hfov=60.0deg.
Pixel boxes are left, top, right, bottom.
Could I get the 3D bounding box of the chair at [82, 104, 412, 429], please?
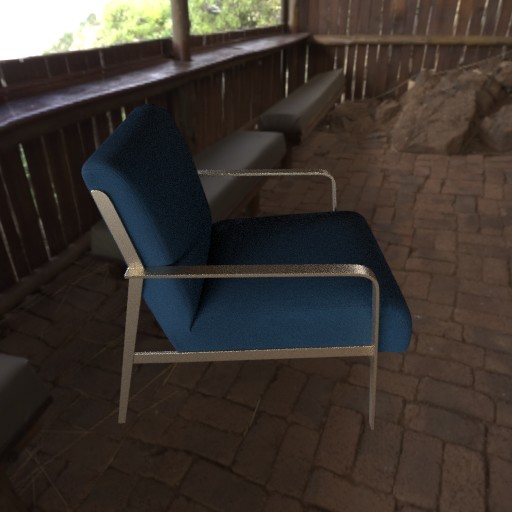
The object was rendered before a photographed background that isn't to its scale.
[{"bbox_3d":[0.000,0.000,1.426,0.859,0.831,0.692,0,32,0],"label":"chair"}]
